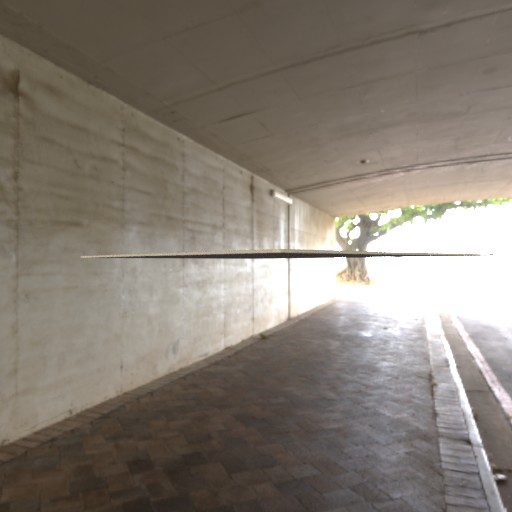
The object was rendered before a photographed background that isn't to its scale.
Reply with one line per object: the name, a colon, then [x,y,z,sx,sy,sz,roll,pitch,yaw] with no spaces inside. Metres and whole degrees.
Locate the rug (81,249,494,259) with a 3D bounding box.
rug: [0.000,0.000,2.820,1.532,0.017,2.244,1,-1,-37]
